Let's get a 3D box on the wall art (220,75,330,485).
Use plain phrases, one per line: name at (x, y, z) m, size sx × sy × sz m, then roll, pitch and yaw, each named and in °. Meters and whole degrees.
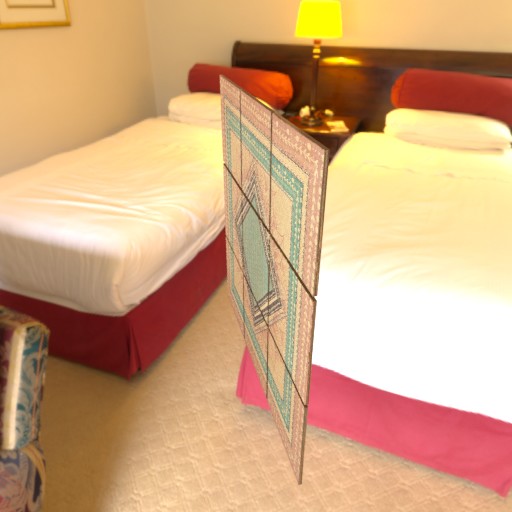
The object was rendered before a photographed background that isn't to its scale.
wall art at (0.000, 0.000, 1.792) m, size 0.013 × 1.213 × 1.215 m, roll -8°, pitch 31°, yaw -13°
